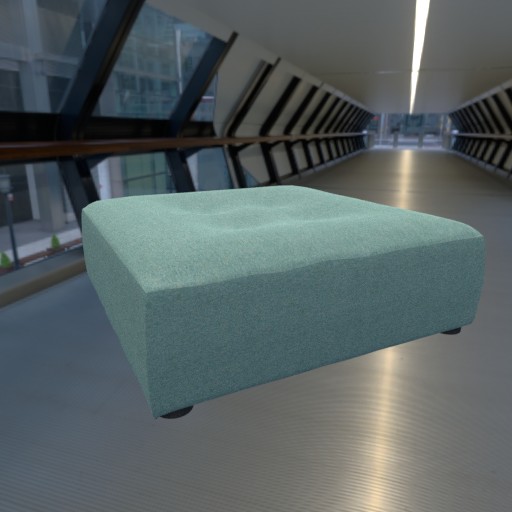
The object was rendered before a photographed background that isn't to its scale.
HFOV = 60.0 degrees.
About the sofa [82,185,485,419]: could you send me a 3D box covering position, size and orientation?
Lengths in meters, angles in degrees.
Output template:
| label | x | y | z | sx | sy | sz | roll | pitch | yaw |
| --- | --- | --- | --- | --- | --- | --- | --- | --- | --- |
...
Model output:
| label | x | y | z | sx | sy | sz | roll | pitch | yaw |
| --- | --- | --- | --- | --- | --- | --- | --- | --- | --- |
| sofa | 0.000 | 0.000 | 1.407 | 0.930 | 0.330 | 0.930 | -8 | 19 | -26 |
